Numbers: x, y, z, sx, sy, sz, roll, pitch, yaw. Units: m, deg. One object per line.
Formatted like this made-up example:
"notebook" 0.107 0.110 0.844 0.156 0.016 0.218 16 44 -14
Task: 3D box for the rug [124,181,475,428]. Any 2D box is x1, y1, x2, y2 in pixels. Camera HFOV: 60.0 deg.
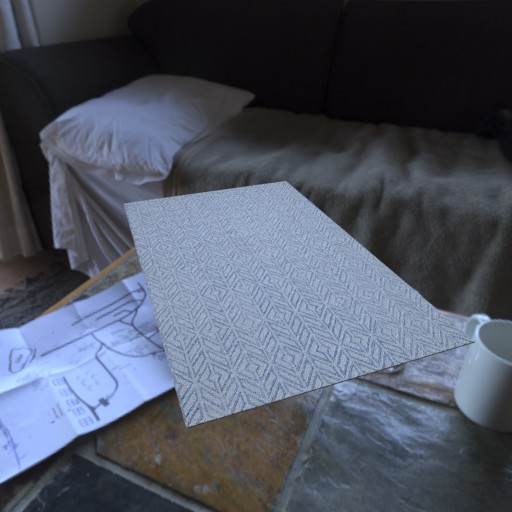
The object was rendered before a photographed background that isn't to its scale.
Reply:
"rug" 0.000 0.000 3.061 1.526 0.008 2.441 -11 32 -17
